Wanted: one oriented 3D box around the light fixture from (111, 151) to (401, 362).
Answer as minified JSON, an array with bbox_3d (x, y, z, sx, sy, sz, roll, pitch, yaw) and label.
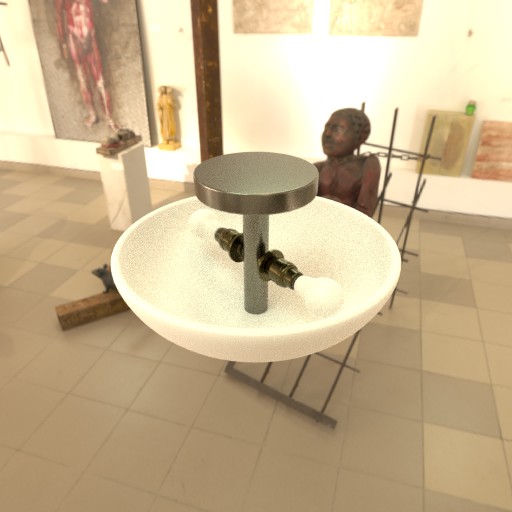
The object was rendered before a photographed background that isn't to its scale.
[{"bbox_3d":[0.000,0.000,0.531,0.330,0.214,0.330,0,30,0],"label":"light fixture"}]
